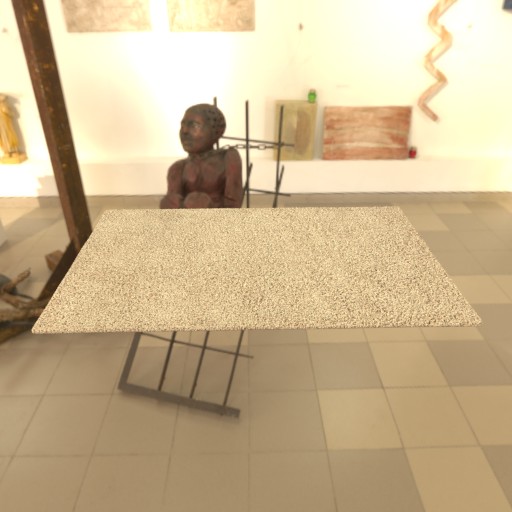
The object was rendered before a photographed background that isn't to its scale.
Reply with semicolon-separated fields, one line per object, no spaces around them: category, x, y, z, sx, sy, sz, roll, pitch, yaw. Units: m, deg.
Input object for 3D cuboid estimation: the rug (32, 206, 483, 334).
rug;0.000;0.000;3.035;2.438;0.030;1.524;-1;31;-1
